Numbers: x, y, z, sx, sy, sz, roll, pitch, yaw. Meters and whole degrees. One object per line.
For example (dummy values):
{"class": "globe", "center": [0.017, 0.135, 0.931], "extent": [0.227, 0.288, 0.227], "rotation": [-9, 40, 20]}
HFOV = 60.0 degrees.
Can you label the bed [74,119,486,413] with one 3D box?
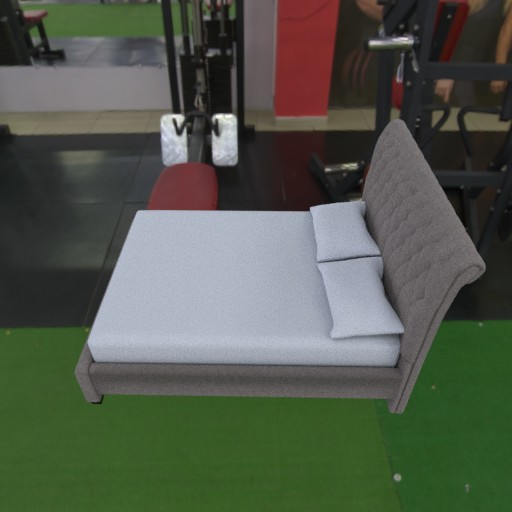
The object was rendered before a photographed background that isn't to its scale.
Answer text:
{"class": "bed", "center": [0.000, 0.000, 3.184], "extent": [2.252, 1.371, 1.645], "rotation": [1, 41, 1]}
